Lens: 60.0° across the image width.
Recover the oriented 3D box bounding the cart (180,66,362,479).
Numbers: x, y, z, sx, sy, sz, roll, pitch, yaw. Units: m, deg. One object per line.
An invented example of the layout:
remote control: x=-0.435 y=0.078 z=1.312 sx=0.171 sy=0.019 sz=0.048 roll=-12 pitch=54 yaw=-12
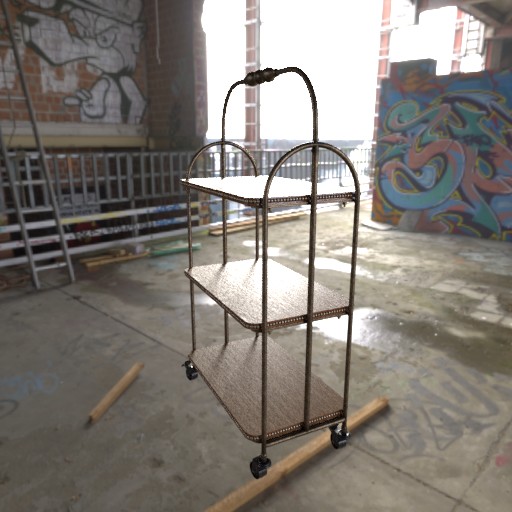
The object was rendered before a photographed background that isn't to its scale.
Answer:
cart: x=0.000 y=0.000 z=1.351 sx=0.330 sy=1.052 sz=0.650 roll=-7 pitch=16 yaw=-25
